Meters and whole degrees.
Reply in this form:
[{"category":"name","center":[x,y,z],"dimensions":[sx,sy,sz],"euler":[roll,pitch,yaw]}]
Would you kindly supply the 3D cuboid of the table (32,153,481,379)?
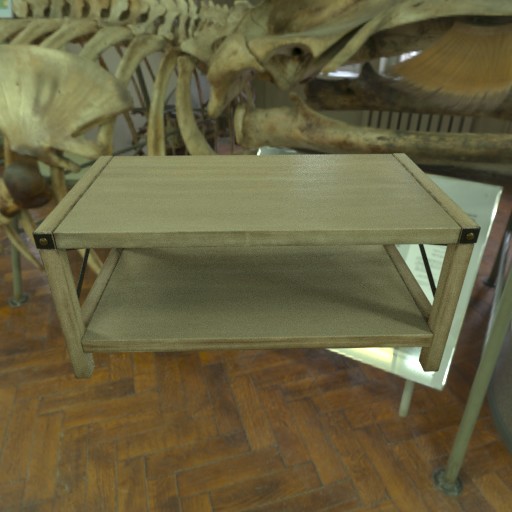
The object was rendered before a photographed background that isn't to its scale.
[{"category":"table","center":[0.000,0.000,1.336],"dimensions":[1.016,0.456,0.559],"euler":[-1,30,-1]}]
